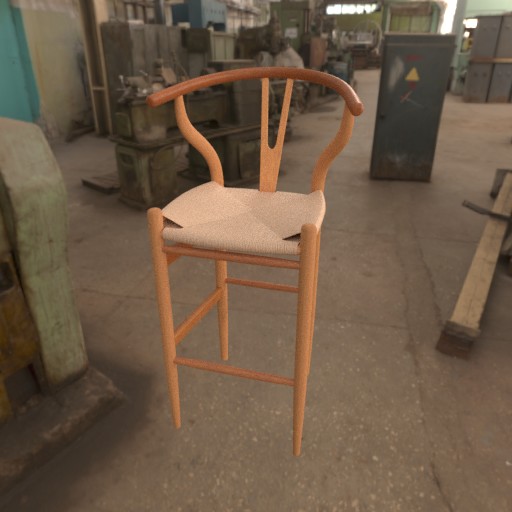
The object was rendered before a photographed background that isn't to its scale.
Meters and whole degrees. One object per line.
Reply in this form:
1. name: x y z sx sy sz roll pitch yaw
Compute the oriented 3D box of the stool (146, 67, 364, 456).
1. stool: 0.000 0.000 1.394 0.574 1.068 0.561 7 27 14
